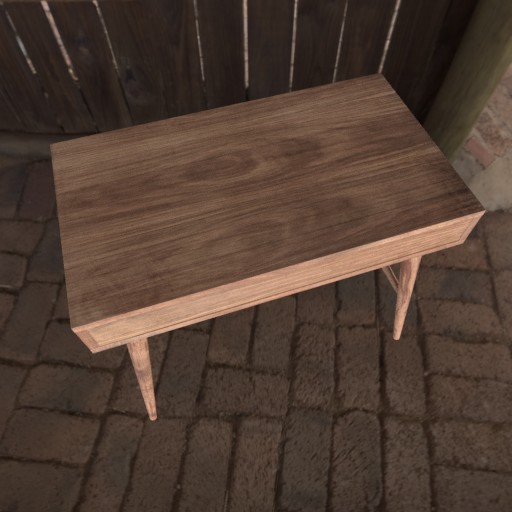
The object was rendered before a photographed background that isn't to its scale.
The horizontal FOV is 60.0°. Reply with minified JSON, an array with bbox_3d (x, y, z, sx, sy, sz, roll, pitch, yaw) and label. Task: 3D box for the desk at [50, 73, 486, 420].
[{"bbox_3d":[0.000,0.000,1.414,0.949,0.758,0.588,-16,59,-10],"label":"desk"}]
